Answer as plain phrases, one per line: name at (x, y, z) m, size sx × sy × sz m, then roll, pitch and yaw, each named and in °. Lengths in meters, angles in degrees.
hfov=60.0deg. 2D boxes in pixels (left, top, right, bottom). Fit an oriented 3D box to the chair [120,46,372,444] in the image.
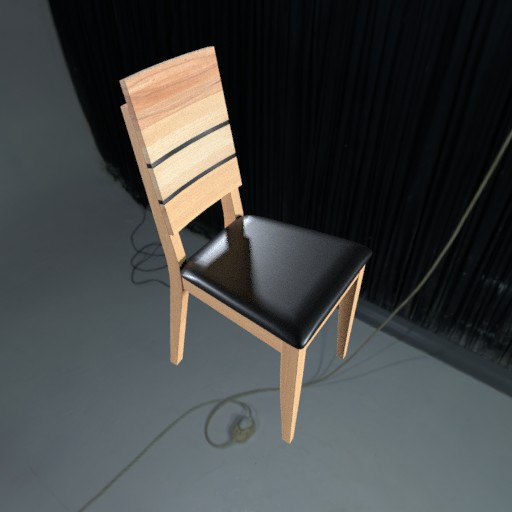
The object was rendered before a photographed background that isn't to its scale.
chair at (0.000, 0.000, 1.213) m, size 0.520 × 0.940 × 0.410 m, roll 23°, pitch 46°, yaw 25°
